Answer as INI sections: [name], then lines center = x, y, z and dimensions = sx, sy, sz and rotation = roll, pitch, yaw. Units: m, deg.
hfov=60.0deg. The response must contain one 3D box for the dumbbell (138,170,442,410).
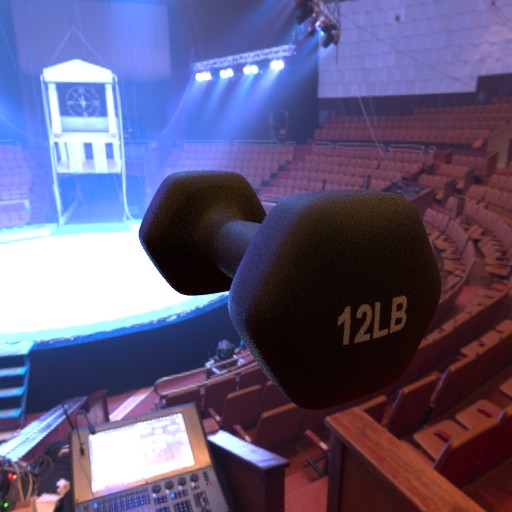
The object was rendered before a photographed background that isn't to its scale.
[dumbbell]
center = 0.000, 0.000, 0.292
dimensions = 0.112, 0.101, 0.231
rotation = -7, 16, -26
